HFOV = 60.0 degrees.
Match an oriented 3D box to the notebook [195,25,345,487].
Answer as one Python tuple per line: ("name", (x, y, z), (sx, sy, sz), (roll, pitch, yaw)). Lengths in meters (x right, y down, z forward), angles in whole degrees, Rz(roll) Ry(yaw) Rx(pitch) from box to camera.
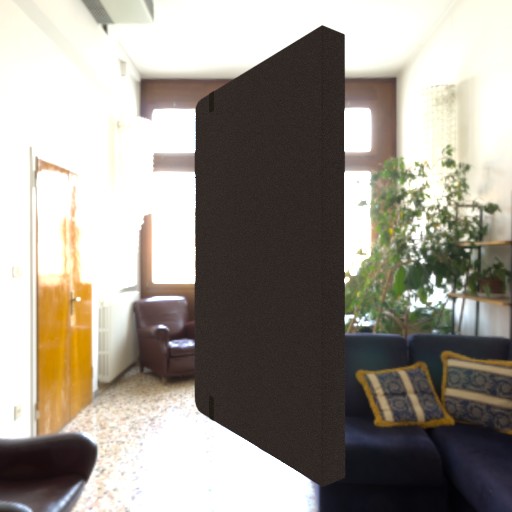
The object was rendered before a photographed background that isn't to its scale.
("notebook", (0.000, 0.000, 0.259), (0.016, 0.213, 0.127), (0, 0, -35))
